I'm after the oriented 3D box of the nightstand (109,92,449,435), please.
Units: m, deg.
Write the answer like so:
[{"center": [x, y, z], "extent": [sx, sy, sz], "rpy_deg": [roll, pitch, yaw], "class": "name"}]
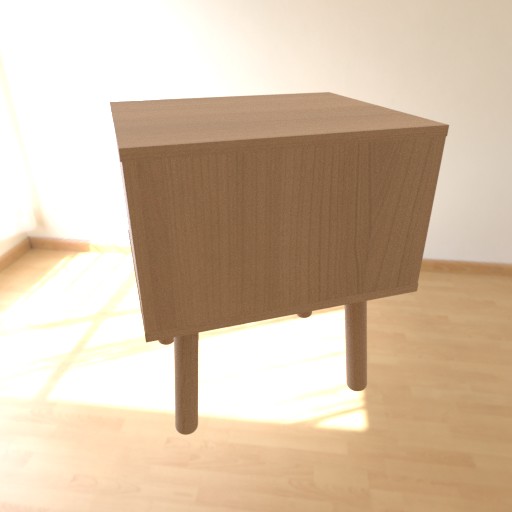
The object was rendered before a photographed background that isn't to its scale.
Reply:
[{"center": [0.000, 0.000, 0.845], "extent": [0.450, 0.530, 0.380], "rpy_deg": [-8, 28, -16], "class": "nightstand"}]
